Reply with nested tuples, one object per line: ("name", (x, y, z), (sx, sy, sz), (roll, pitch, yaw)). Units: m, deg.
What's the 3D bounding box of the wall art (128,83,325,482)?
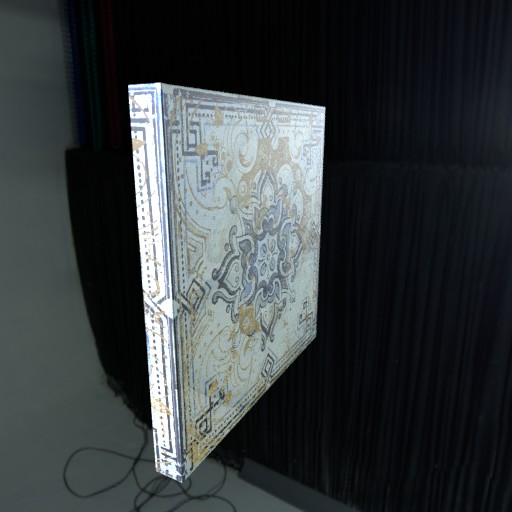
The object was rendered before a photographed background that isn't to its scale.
("wall art", (0.000, 0.000, 0.613), (0.038, 0.410, 0.411), (8, 18, 27))
